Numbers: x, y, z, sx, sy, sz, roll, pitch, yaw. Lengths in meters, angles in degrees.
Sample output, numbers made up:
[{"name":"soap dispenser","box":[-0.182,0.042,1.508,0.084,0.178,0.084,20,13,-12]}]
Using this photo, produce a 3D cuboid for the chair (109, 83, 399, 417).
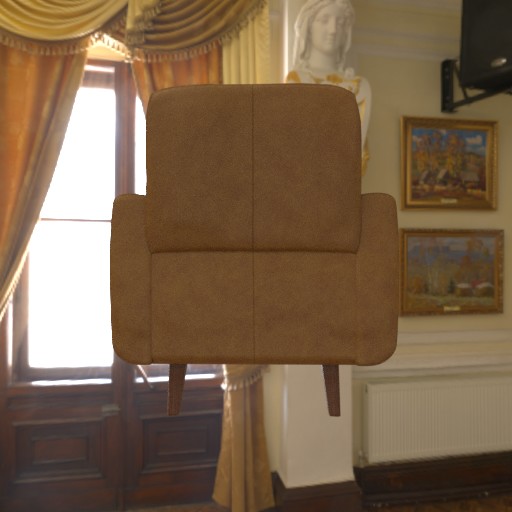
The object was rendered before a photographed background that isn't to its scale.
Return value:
[{"name":"chair","box":[0.000,0.000,1.671,0.845,0.968,0.942,0,-1,1]}]
